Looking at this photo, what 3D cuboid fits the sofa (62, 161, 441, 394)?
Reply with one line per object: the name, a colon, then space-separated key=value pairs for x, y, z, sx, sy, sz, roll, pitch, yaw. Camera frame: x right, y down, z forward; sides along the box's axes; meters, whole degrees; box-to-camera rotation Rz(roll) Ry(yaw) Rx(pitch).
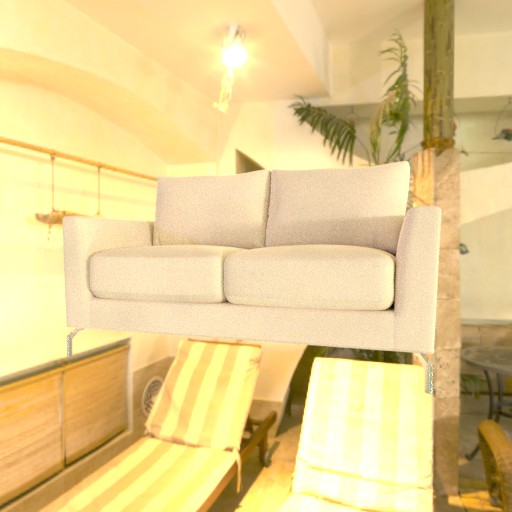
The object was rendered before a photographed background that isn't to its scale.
sofa: x=0.000 y=0.000 z=2.319 sx=1.739 sy=0.995 sz=0.906 roll=0 pitch=1 yaw=19
